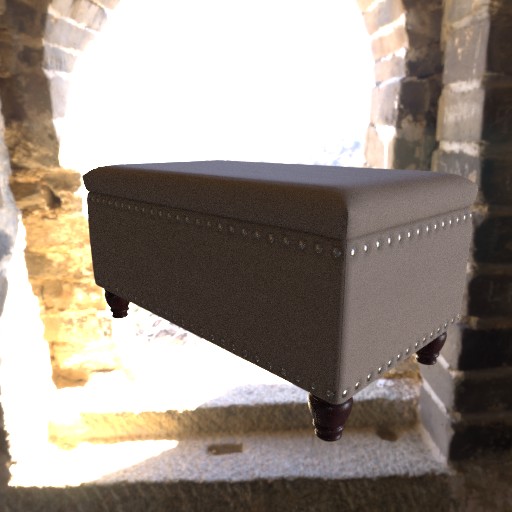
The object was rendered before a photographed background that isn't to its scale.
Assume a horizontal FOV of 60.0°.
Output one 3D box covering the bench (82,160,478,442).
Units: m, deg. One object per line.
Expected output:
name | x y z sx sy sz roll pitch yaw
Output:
bench | 0.000 0.000 1.149 0.500 0.449 0.887 -14 21 -43
